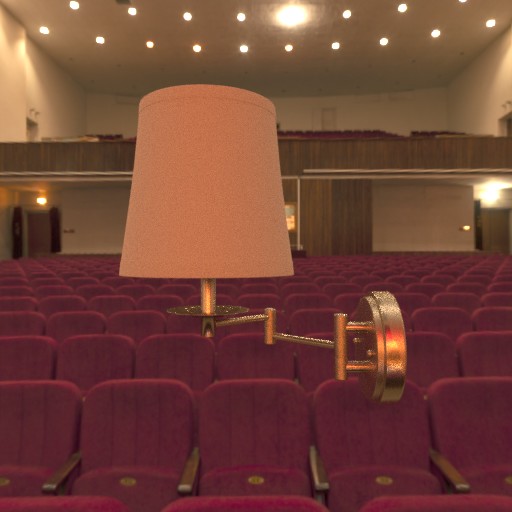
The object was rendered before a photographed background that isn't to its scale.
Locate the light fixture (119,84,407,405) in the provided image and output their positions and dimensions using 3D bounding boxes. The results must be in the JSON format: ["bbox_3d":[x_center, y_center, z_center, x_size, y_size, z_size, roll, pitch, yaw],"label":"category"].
[{"bbox_3d":[0.000,0.000,0.579,0.348,0.381,0.223,0,0,1],"label":"light fixture"}]
